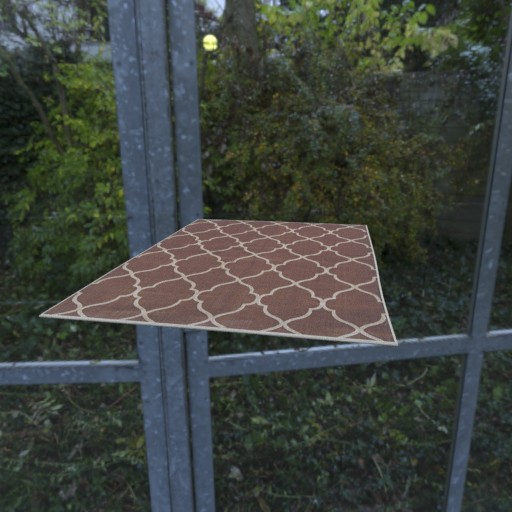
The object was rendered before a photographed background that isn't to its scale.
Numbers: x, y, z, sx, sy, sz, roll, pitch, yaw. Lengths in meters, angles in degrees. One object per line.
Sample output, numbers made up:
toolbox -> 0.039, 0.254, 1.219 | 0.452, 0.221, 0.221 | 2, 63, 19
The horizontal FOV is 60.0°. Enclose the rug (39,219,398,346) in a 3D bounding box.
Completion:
rug -> 0.000, 0.000, 2.893 | 1.528, 0.014, 2.294 | 3, 16, 10
